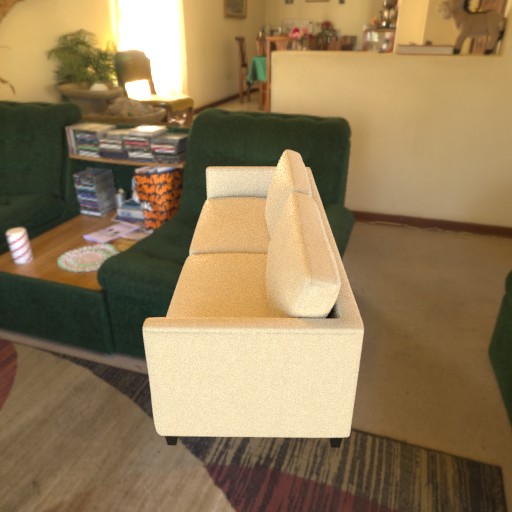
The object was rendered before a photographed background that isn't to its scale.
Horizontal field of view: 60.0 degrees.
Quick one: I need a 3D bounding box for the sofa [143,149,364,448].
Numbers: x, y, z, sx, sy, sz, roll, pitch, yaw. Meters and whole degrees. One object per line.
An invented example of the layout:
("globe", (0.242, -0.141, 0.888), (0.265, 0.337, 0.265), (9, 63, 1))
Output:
("sofa", (0.000, 0.000, 3.003), (0.948, 0.965, 2.434), (0, 27, 1))
